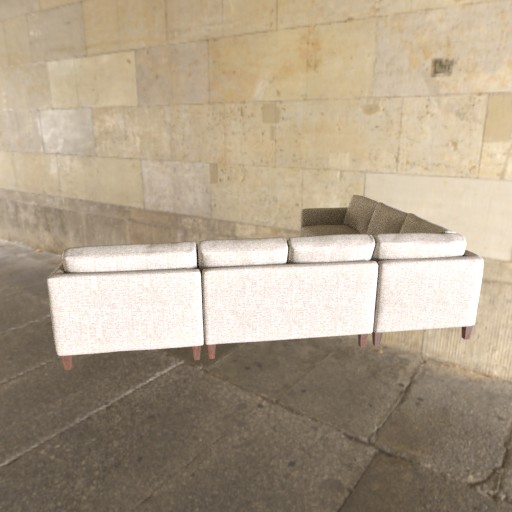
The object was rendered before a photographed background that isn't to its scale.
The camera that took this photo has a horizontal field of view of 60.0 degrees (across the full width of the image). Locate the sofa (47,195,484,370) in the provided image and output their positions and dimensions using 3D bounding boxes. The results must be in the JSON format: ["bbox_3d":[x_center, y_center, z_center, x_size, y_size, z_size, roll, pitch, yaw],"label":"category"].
[{"bbox_3d":[0.000,0.000,4.668,3.460,0.959,2.593,-2,16,-8],"label":"sofa"}]
